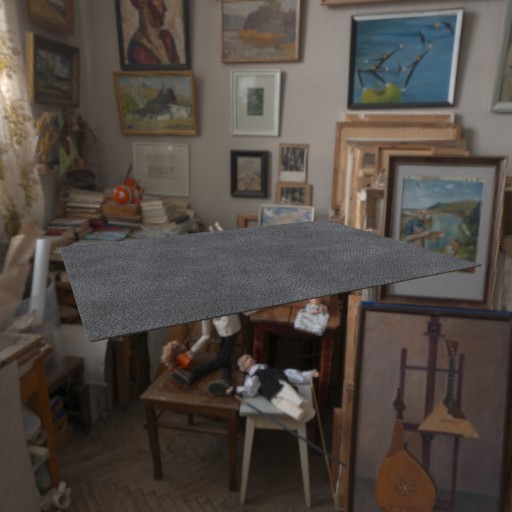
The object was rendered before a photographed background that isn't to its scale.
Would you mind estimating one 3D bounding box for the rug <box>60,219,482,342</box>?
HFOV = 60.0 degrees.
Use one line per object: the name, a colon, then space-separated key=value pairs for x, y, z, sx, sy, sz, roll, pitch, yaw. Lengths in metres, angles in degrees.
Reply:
rug: x=0.000 y=0.000 z=2.861 sx=2.235 sy=0.008 sz=1.600 roll=-8 pitch=17 yaw=-26
